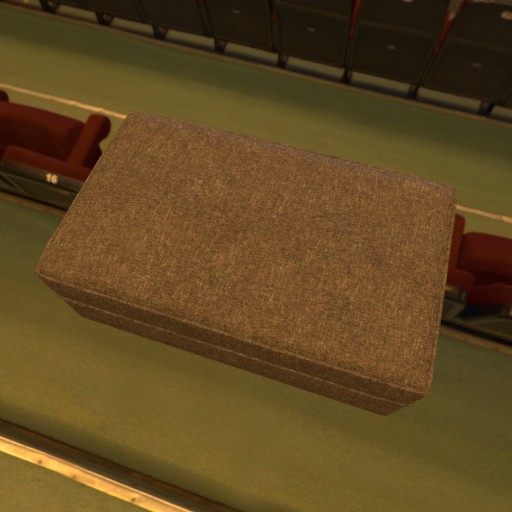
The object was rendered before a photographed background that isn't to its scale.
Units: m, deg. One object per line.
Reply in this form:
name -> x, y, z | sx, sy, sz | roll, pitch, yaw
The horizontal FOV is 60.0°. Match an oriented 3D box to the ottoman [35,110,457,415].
ottoman -> 0.000, 0.000, 1.537 | 1.184, 0.487, 0.717 | 16, 64, 8
